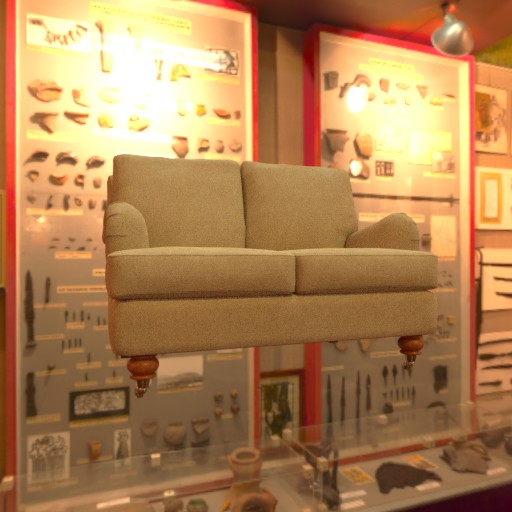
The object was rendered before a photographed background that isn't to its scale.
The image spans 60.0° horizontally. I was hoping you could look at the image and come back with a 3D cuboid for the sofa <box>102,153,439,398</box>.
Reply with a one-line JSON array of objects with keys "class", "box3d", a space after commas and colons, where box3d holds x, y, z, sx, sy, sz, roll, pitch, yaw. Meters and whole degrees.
[{"class": "sofa", "box3d": [0.000, 0.000, 2.284, 1.498, 1.087, 1.086, 0, 0, -20]}]
